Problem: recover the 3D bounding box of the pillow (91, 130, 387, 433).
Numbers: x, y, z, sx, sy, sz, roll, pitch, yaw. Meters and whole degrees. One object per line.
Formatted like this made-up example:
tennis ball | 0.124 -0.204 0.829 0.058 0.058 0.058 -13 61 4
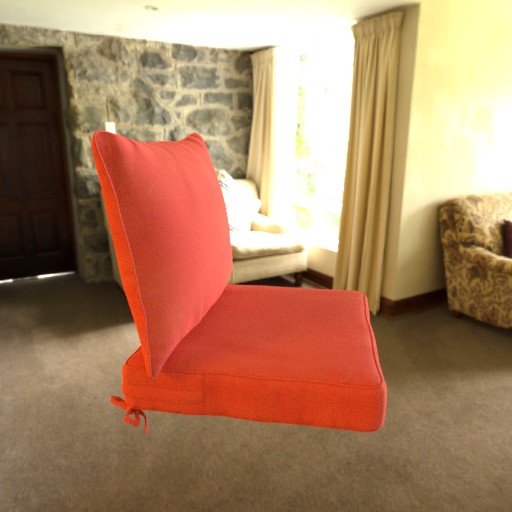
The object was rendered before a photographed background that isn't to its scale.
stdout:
pillow | 0.000 0.000 1.335 0.733 0.725 0.798 2 15 9
